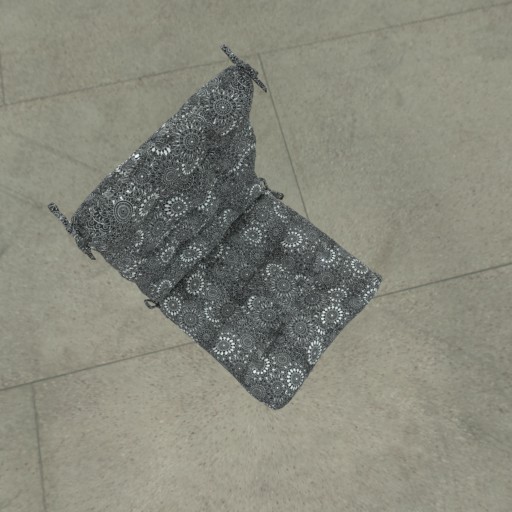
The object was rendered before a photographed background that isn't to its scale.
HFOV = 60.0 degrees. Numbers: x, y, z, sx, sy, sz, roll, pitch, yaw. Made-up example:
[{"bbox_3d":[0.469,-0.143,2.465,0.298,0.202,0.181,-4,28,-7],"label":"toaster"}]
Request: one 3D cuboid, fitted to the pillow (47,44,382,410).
[{"bbox_3d":[0.000,0.000,1.047,0.571,0.605,0.519,40,77,11],"label":"pillow"}]
